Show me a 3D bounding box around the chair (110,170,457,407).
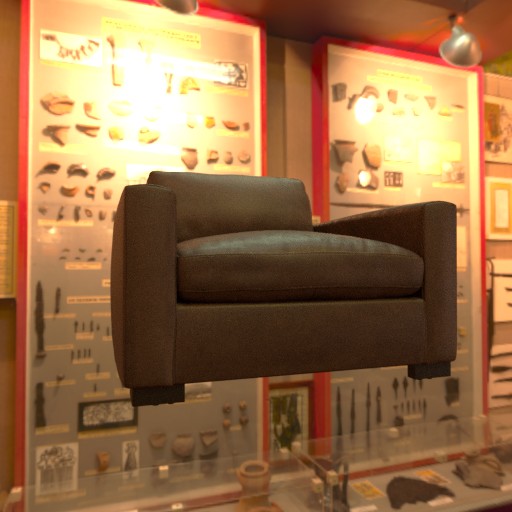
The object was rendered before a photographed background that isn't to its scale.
[{"bbox_3d":[0.000,0.000,1.765,1.100,0.812,1.069,0,-1,-18],"label":"chair"}]
